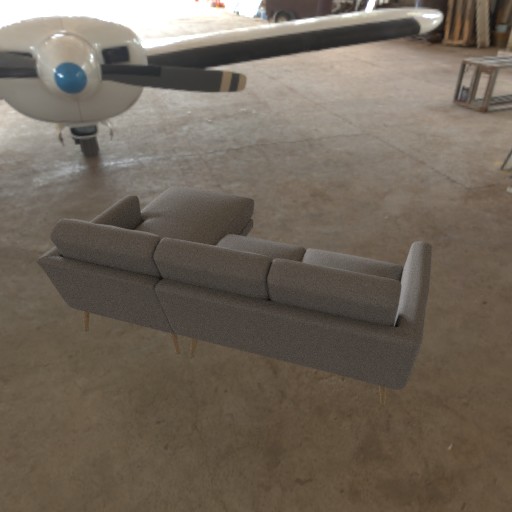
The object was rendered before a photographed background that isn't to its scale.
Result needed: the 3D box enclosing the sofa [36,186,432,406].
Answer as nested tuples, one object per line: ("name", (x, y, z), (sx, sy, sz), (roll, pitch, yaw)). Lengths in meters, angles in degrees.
("sofa", (0.000, 0.000, 2.827), (2.040, 0.860, 1.530), (11, 34, 16))
